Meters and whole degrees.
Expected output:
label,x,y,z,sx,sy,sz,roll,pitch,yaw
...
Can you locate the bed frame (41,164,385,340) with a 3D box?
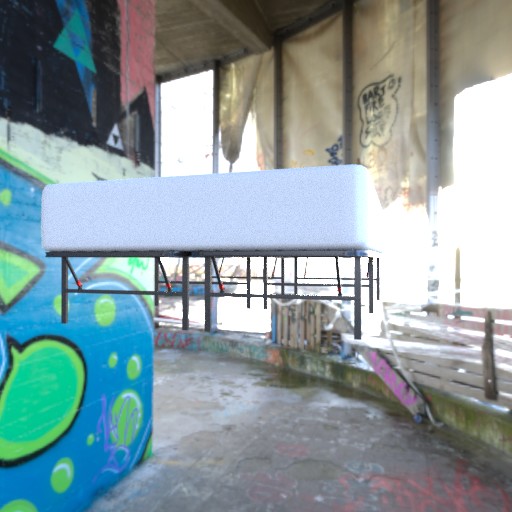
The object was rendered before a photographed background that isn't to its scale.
label,x,y,z,sx,sy,sz,roll,pitch,yaw
bed frame,0.000,0.000,2.818,1.528,0.677,2.037,0,0,18
